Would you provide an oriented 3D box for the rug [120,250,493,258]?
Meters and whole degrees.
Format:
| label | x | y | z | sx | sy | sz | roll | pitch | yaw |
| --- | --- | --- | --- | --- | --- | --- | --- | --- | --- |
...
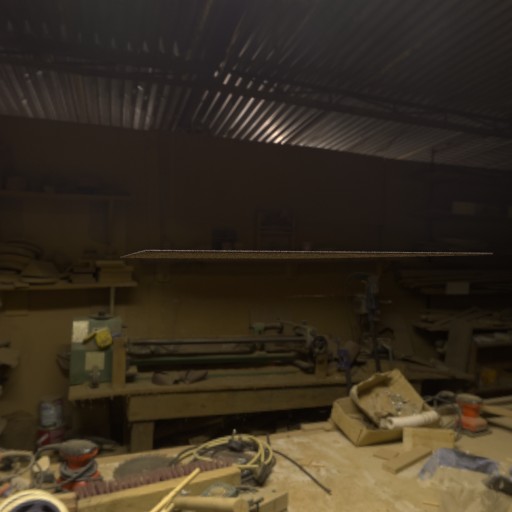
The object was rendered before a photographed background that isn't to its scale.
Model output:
| label | x | y | z | sx | sy | sz | roll | pitch | yaw |
| --- | --- | --- | --- | --- | --- | --- | --- | --- | --- |
| rug | 0.000 | 0.000 | 4.264 | 2.382 | 0.018 | 3.294 | 0 | -1 | -19 |
